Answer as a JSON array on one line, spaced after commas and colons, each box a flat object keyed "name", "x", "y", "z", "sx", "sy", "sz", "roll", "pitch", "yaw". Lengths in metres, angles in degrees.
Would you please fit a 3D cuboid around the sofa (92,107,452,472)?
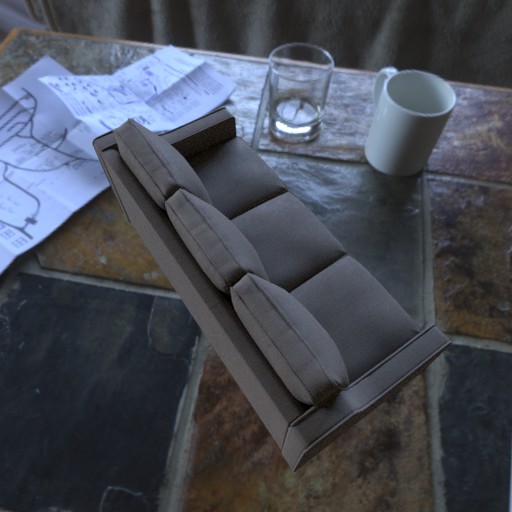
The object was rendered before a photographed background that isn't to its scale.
[{"name": "sofa", "x": 0.000, "y": 0.000, "z": 2.499, "sx": 0.911, "sy": 0.974, "sz": 1.986, "roll": -30, "pitch": 63, "yaw": -17}]
